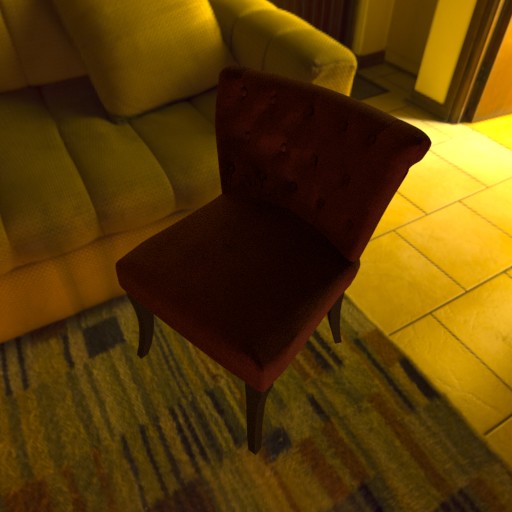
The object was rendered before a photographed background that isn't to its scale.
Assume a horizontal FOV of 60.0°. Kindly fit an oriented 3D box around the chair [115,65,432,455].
[{"bbox_3d":[0.000,0.000,1.201,0.582,0.750,0.605,31,53,27],"label":"chair"}]
